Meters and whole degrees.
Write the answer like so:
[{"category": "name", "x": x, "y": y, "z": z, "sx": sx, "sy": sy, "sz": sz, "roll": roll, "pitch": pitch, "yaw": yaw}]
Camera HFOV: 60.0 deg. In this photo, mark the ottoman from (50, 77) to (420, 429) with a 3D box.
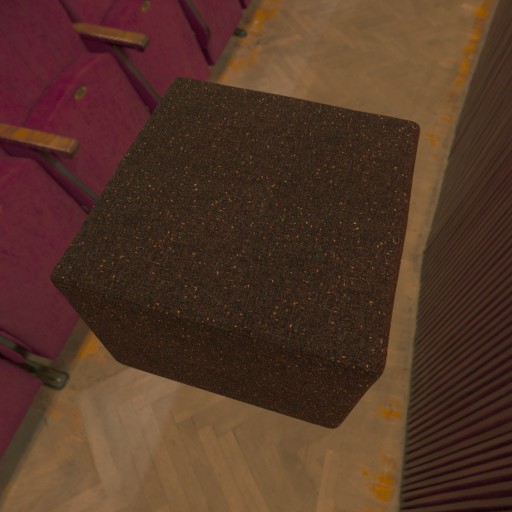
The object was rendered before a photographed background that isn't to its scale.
[{"category": "ottoman", "x": 0.000, "y": 0.000, "z": 0.900, "sx": 0.508, "sy": 0.432, "sz": 0.508, "roll": 14, "pitch": 59, "yaw": 9}]
